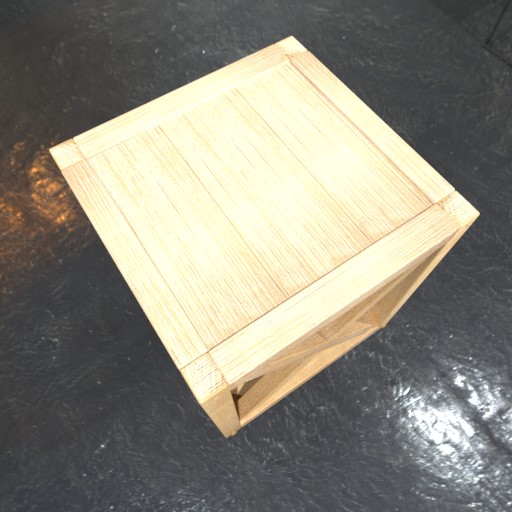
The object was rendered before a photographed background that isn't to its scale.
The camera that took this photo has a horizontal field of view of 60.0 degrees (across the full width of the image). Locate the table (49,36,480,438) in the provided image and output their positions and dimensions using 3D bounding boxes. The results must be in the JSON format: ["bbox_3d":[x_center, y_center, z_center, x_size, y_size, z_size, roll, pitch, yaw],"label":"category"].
[{"bbox_3d":[0.000,0.000,1.059,0.559,0.610,0.558,-31,68,-14],"label":"table"}]
